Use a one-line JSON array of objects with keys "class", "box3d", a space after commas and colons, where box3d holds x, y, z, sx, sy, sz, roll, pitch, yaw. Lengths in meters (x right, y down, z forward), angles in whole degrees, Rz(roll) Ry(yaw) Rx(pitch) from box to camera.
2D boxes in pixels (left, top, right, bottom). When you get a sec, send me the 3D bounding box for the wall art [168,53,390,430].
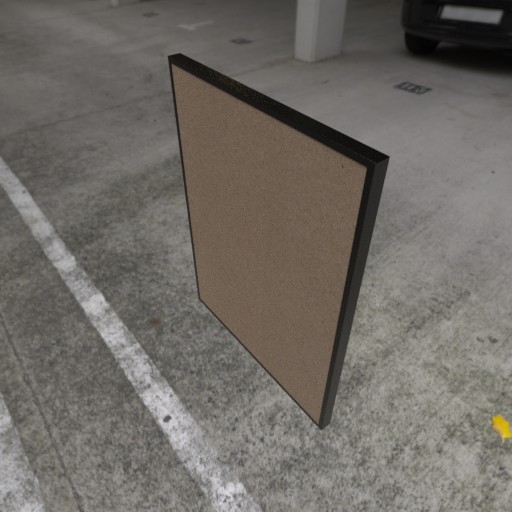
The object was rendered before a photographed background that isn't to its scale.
[{"class": "wall art", "box3d": [0.000, 0.000, 1.428, 0.043, 1.046, 0.788, -28, 49, -27]}]
